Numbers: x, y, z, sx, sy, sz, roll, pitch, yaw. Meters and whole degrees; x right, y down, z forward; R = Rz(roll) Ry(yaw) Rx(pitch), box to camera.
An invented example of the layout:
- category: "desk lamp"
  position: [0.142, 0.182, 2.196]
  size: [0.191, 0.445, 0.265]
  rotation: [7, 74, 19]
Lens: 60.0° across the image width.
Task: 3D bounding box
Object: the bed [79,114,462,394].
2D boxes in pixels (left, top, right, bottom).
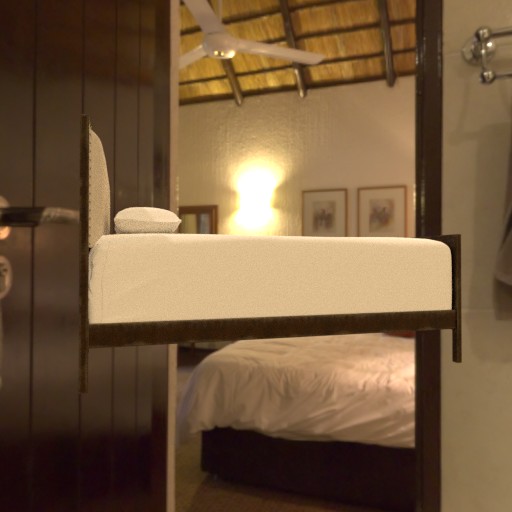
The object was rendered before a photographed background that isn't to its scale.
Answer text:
- category: "bed"
  position: [0.000, 0.000, 3.168]
  size: [2.221, 1.313, 1.607]
  rotation: [0, -1, -17]
